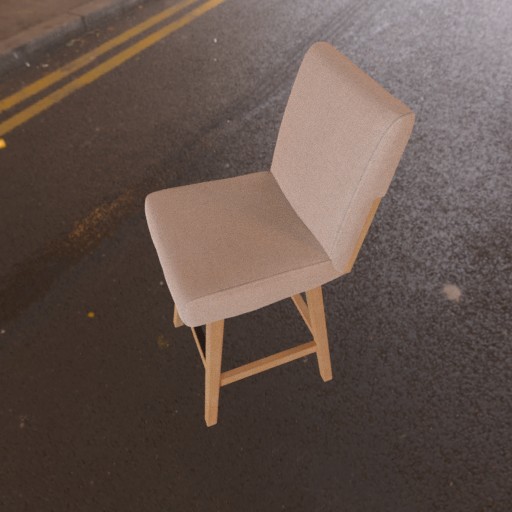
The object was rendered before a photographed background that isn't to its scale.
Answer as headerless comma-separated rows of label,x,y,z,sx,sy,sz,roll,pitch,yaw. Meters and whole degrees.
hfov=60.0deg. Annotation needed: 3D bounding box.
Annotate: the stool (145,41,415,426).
stool,0.000,0.000,1.289,0.543,1.015,0.446,-16,50,-14
